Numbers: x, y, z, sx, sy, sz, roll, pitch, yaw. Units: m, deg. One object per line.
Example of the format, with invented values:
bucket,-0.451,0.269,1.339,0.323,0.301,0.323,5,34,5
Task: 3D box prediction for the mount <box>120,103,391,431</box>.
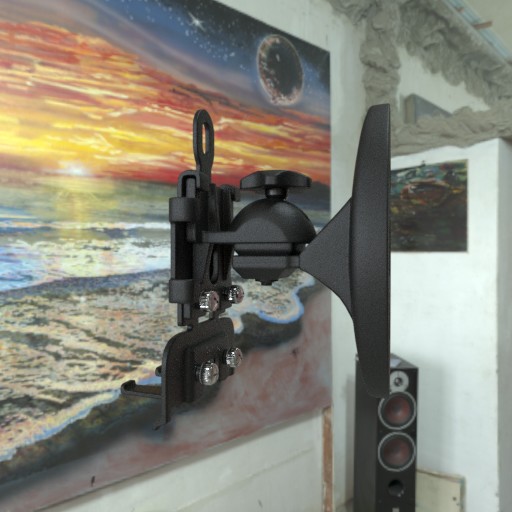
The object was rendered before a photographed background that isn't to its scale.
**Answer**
mount,0.000,0.000,0.173,0.100,0.118,0.066,0,0,18
